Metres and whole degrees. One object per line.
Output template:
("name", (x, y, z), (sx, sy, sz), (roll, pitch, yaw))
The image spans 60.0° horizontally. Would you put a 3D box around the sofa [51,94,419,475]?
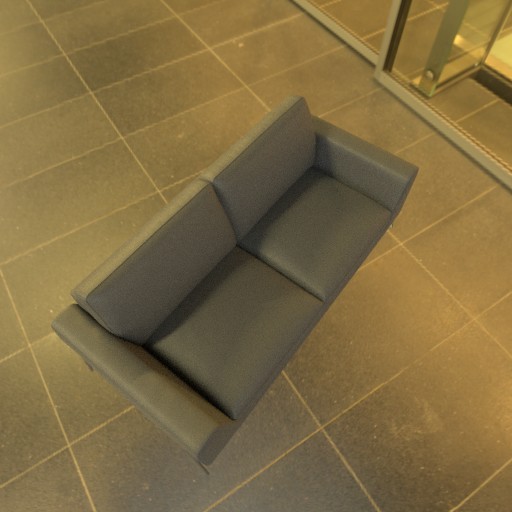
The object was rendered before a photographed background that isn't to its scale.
("sofa", (0.000, 0.000, 2.512), (0.953, 0.875, 2.017), (33, 64, 19))
